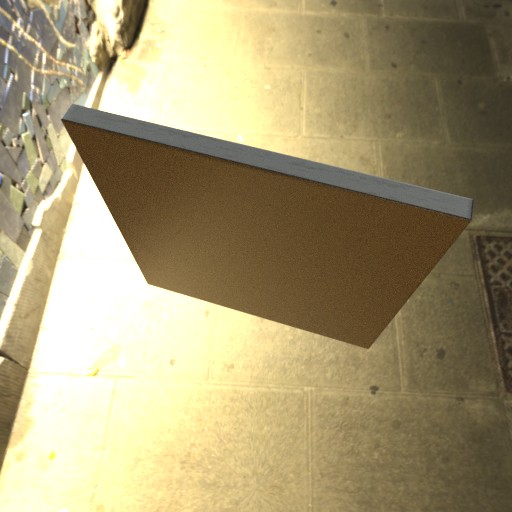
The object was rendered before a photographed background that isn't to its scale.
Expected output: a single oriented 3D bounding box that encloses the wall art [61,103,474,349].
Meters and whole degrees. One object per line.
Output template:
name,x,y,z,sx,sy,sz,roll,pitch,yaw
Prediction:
wall art,0.000,0.000,1.912,1.287,1.288,0.078,15,63,8
